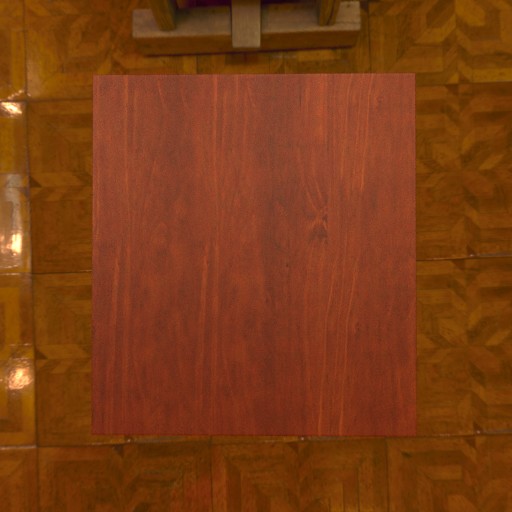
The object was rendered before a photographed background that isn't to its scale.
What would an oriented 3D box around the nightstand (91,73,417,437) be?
[{"bbox_3d":[0.000,0.000,0.960,0.501,0.558,0.558,0,89,1],"label":"nightstand"}]
